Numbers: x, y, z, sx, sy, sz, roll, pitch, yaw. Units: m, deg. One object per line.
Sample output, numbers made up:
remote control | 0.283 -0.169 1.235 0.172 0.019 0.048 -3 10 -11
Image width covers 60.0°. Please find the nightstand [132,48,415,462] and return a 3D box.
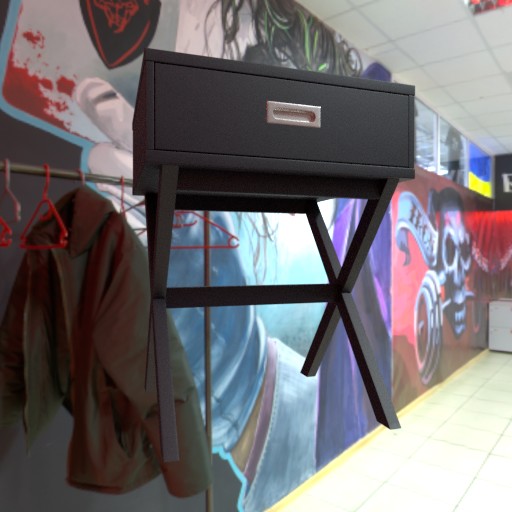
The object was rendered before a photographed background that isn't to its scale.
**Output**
nightstand | 0.000 0.000 0.924 0.479 0.623 0.402 0 0 -18
